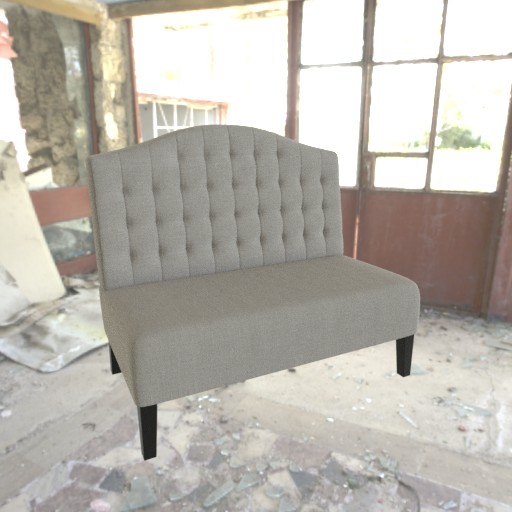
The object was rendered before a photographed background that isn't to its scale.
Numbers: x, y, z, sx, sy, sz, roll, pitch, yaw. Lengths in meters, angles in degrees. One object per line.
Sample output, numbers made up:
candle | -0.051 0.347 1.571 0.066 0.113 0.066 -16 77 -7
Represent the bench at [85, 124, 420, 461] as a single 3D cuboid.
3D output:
bench | 0.000 0.000 2.054 1.335 1.180 0.815 -8 17 -26
